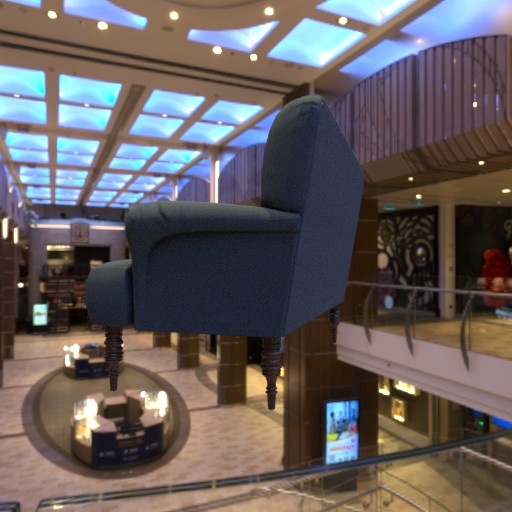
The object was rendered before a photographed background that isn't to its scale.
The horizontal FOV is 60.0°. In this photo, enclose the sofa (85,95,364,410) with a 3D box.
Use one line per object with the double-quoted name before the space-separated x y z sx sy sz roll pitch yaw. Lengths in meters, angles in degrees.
"sofa" 0.000 0.000 1.856 0.779 0.889 1.297 0 -1 19
